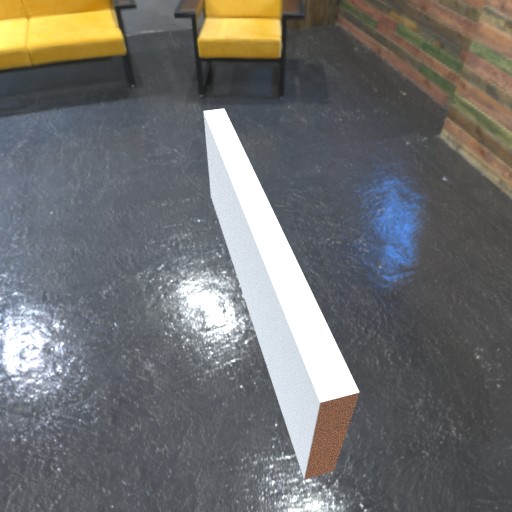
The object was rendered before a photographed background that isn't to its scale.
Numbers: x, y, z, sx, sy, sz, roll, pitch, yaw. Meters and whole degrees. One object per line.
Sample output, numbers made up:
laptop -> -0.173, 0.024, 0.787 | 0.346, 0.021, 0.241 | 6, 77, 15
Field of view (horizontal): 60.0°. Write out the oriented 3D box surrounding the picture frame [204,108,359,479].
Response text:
picture frame -> 0.000, 0.000, 0.872 | 0.050, 0.250, 0.759 | -11, 45, -11
